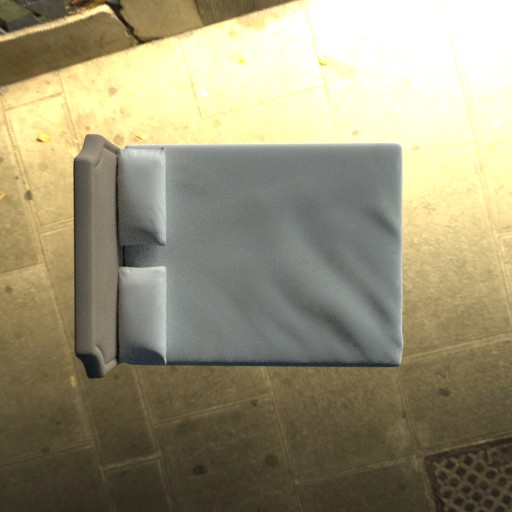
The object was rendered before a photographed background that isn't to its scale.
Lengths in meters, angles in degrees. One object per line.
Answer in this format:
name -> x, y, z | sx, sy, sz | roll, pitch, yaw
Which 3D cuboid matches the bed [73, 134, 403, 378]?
bed -> 0.000, 0.000, 3.654 | 2.498, 1.293, 1.977 | 0, 91, 2
